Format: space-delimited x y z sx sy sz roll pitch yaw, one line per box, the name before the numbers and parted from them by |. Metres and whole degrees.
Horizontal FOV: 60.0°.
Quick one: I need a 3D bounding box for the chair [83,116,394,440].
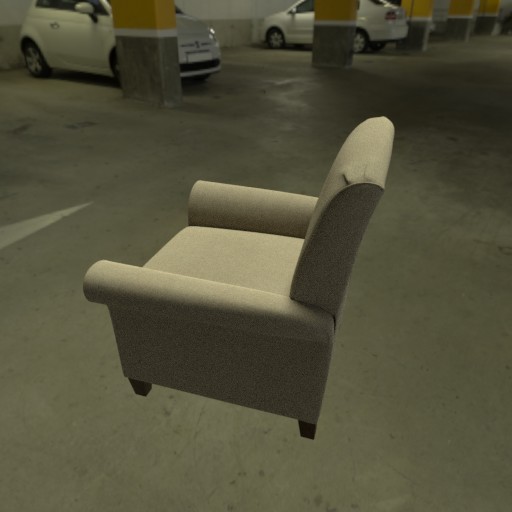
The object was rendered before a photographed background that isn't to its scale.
chair | 0.000 0.000 1.751 0.905 1.061 0.978 9 30 15
